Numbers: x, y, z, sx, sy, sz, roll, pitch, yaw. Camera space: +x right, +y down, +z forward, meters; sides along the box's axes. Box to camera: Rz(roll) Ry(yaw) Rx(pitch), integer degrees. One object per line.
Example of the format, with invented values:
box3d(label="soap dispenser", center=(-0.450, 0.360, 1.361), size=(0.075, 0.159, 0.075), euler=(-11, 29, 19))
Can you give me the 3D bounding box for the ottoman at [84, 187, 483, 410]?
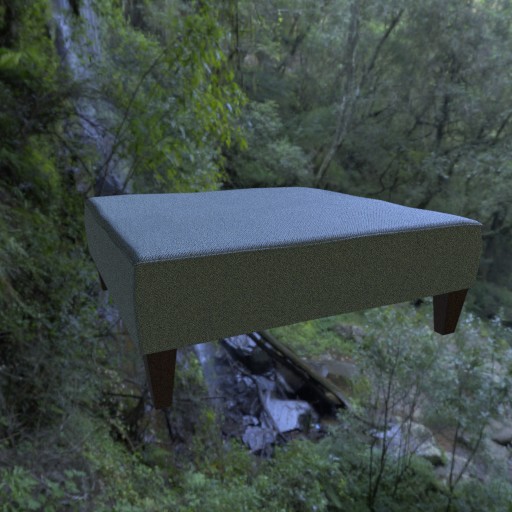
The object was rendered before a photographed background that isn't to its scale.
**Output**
box3d(label="ottoman", center=(0.000, 0.000, 1.515), size=(1.004, 0.379, 0.968), euler=(-7, 17, -25))
